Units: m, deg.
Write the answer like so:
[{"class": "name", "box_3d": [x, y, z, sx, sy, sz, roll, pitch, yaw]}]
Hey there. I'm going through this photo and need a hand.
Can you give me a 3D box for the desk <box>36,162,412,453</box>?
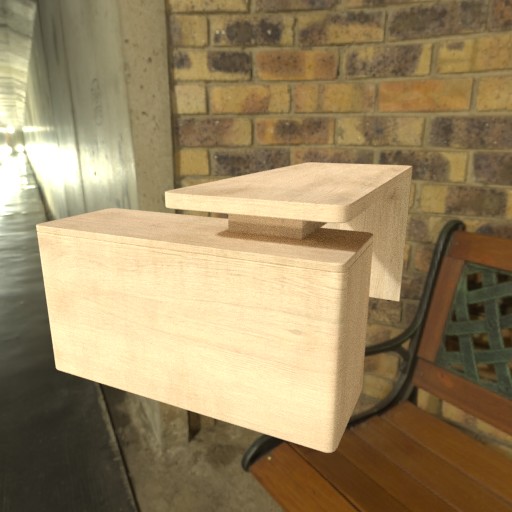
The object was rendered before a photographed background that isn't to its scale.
[{"class": "desk", "box_3d": [0.000, 0.000, 2.074, 1.175, 0.770, 1.400, 7, 18, 24]}]
